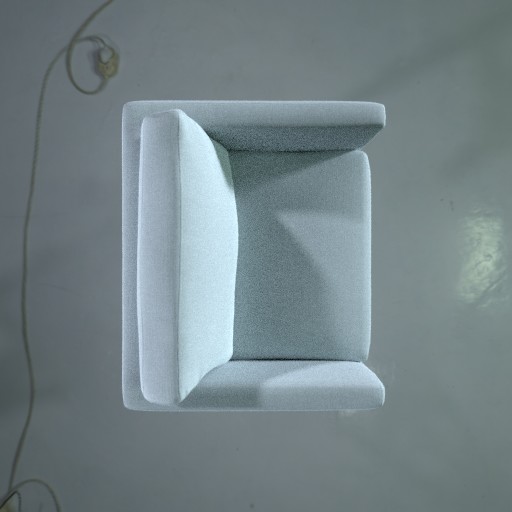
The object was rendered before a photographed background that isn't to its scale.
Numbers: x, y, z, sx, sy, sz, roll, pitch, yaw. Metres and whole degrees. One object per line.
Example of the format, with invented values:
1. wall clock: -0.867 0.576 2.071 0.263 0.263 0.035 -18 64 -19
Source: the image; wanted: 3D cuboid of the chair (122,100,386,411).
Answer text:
1. chair: 0.000 0.000 1.815 0.953 0.961 1.107 0 90 0
